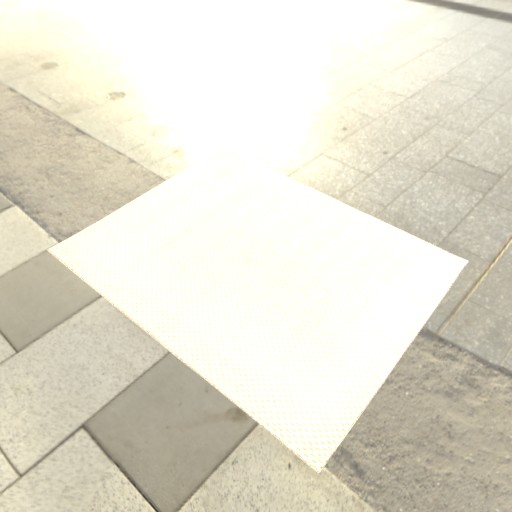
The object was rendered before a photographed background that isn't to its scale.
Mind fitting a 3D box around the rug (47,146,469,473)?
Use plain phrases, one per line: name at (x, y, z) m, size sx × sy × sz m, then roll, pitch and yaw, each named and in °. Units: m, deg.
rug at (0.000, 0.000, 3.864) m, size 2.897 × 0.035 × 2.277 m, roll 31°, pitch 53°, yaw 27°
